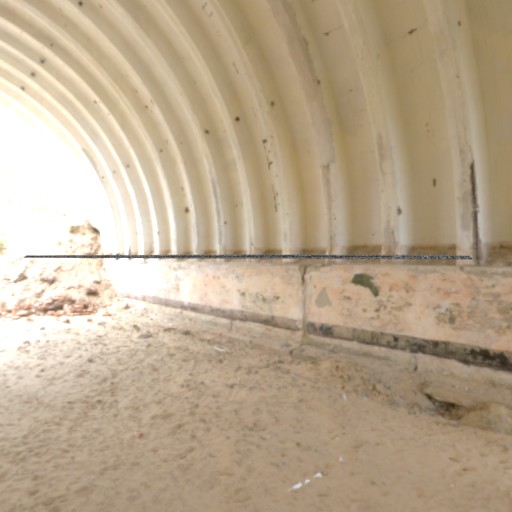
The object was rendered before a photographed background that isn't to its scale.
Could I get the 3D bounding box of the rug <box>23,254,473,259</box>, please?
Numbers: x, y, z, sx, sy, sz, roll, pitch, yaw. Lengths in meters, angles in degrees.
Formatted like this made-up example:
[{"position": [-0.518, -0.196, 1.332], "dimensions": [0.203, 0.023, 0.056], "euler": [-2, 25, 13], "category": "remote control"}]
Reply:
[{"position": [0.000, 0.000, 3.009], "dimensions": [2.443, 0.021, 1.538], "euler": [0, 0, 17], "category": "rug"}]
